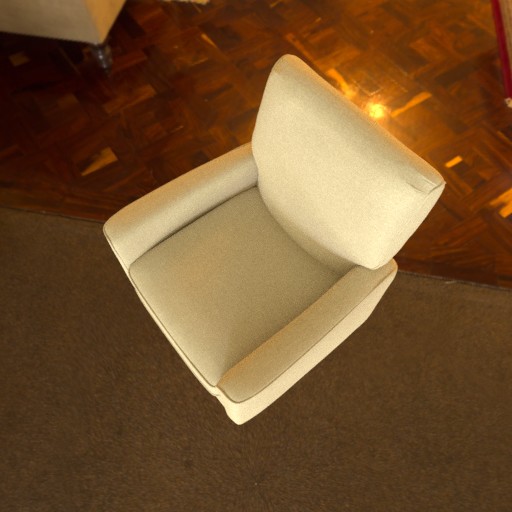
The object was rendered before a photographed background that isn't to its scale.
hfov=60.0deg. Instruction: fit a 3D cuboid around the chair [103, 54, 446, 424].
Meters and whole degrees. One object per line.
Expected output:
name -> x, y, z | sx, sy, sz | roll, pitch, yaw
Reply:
chair -> 0.000, 0.000, 1.658 | 0.858, 1.023, 0.841 | -36, 68, -17
